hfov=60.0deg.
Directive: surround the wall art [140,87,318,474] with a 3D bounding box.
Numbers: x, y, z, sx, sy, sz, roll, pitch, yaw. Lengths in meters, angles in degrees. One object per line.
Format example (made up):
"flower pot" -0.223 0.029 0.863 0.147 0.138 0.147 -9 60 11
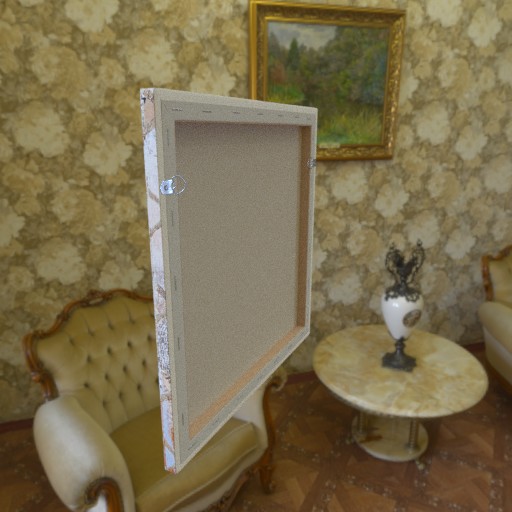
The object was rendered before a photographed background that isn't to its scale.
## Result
"wall art" 0.000 0.000 1.380 0.039 0.914 0.912 8 18 27
